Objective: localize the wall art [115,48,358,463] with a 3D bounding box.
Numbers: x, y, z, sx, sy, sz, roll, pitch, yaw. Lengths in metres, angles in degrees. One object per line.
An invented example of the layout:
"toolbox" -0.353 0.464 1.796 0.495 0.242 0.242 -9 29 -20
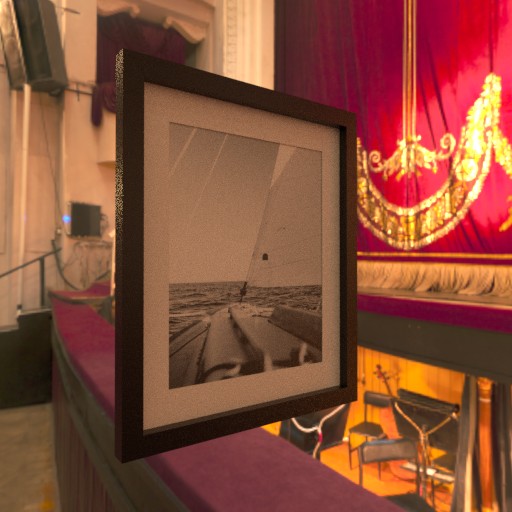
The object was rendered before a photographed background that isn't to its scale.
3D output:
"wall art" 0.000 0.000 0.741 0.461 0.558 0.031 0 -1 -35
